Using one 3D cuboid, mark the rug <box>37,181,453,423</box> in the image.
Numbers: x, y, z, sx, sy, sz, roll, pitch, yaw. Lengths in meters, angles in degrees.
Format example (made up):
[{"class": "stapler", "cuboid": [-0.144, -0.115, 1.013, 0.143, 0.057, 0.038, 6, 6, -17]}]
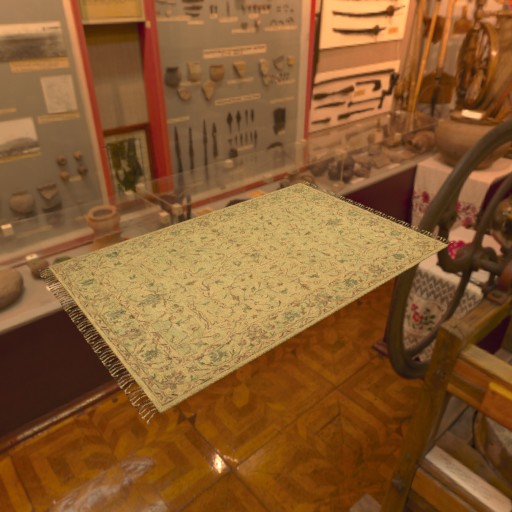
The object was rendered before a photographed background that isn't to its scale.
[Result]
[{"class": "rug", "cuboid": [0.000, 0.000, 3.025, 2.435, 0.010, 1.544, -23, 38, -33]}]
